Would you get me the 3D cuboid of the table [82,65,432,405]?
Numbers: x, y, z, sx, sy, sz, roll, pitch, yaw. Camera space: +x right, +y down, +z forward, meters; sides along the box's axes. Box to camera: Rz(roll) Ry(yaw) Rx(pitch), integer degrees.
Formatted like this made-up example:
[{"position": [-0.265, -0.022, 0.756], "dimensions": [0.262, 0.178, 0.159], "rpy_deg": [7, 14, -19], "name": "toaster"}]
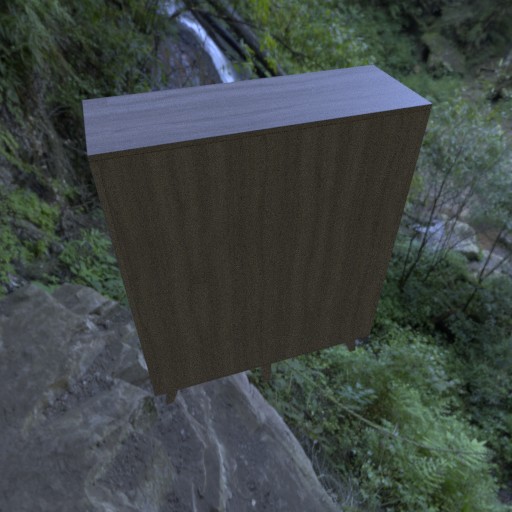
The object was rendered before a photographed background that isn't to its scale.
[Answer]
[{"position": [0.000, 0.000, 1.952], "dimensions": [1.111, 1.388, 0.398], "rpy_deg": [-12, 43, -13], "name": "table"}]
